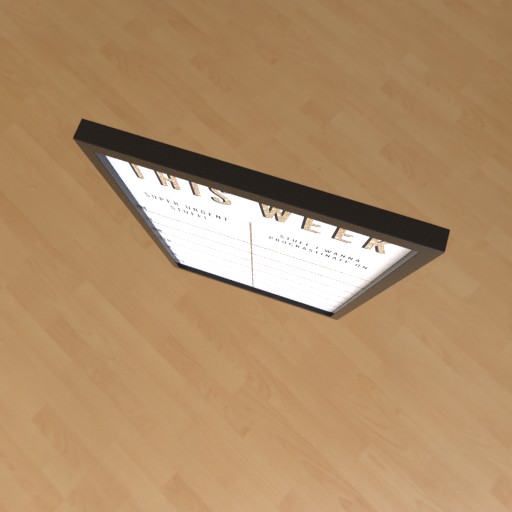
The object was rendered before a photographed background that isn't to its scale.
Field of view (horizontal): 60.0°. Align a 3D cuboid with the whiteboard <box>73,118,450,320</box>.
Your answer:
[{"bbox_3d":[0.000,0.000,0.757,0.406,0.611,0.026,18,76,5],"label":"whiteboard"}]
